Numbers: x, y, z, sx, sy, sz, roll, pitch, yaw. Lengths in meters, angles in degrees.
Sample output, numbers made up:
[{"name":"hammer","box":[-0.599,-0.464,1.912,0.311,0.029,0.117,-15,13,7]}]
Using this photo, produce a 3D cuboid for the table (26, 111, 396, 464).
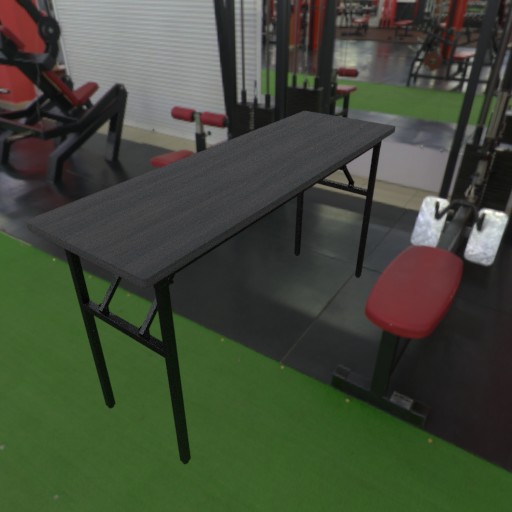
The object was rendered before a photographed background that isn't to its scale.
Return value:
[{"name":"table","box":[0.000,0.000,1.698,0.449,0.750,1.399,21,37,30]}]
